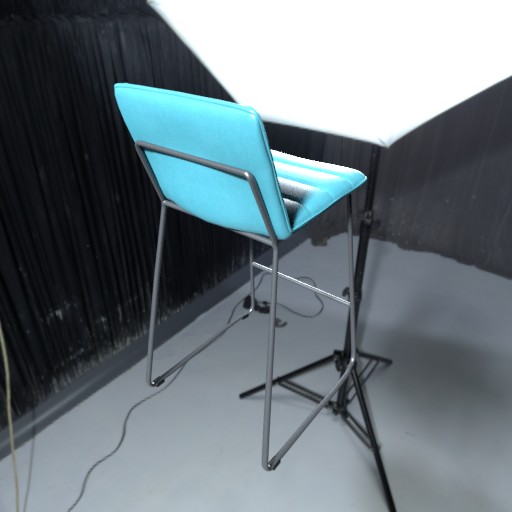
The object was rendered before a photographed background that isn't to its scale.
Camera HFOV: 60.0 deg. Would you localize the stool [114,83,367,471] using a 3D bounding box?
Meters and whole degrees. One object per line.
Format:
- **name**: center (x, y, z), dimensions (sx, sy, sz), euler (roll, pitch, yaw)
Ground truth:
- **stool**: center (0.000, 0.000, 1.221), dimensions (0.489, 0.936, 0.524), euler (22, 38, 32)
